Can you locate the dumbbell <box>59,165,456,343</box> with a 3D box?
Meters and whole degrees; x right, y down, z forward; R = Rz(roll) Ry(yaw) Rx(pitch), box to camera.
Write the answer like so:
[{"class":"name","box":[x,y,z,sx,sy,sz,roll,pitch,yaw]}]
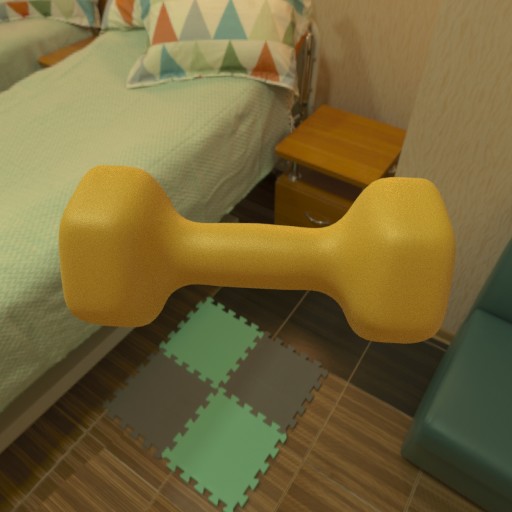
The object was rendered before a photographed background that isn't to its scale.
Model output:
[{"class":"dumbbell","box":[0.000,0.000,0.236,0.190,0.082,0.090,3,46,3]}]
